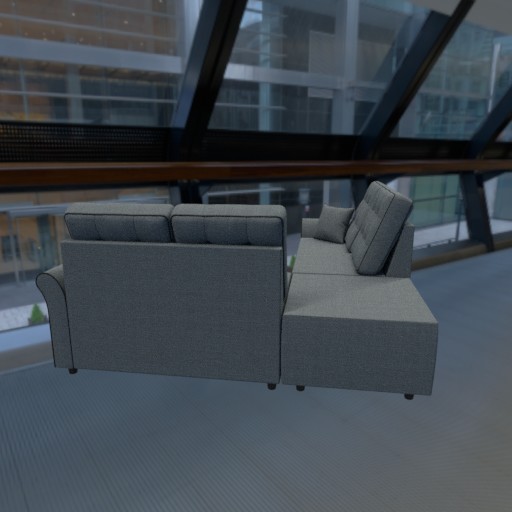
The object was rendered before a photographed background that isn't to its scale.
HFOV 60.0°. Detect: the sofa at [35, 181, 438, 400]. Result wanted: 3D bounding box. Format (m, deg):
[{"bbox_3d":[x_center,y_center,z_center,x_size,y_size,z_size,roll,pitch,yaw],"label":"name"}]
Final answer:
[{"bbox_3d":[0.000,0.000,3.221,2.070,0.988,2.068,2,14,8],"label":"sofa"}]
